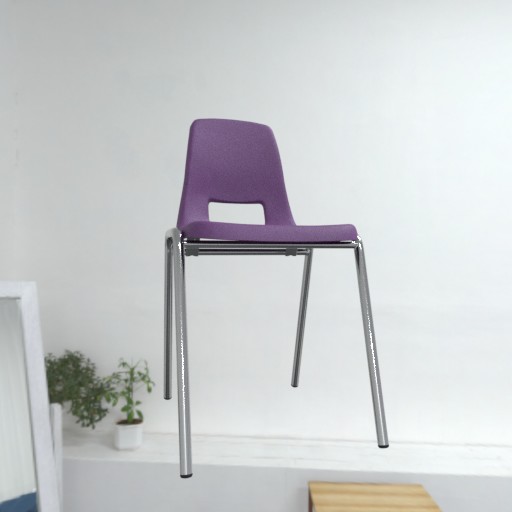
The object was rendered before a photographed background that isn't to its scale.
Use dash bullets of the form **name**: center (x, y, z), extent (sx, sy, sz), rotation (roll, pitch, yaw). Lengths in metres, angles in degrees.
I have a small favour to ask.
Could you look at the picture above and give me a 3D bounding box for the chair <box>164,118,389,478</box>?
- **chair**: center (0.000, 0.000, 0.953), extent (0.381, 0.704, 0.432), rotation (0, 0, -17)
